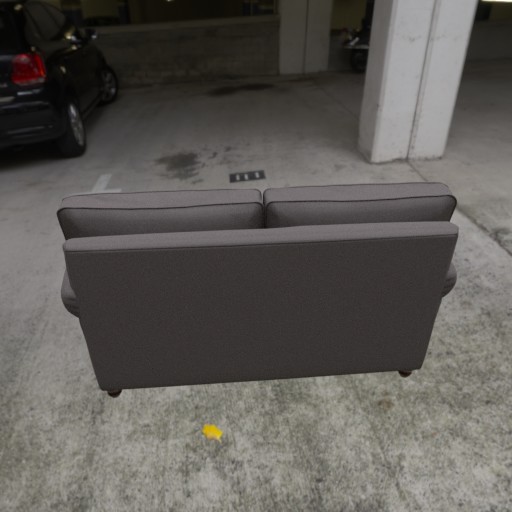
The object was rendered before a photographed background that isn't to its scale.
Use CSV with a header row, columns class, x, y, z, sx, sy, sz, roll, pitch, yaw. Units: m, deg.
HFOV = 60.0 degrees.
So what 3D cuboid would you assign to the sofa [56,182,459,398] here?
class,x,y,z,sx,sy,sz,roll,pitch,yaw
sofa,0.000,0.000,2.191,1.665,0.937,0.964,-3,31,-4
